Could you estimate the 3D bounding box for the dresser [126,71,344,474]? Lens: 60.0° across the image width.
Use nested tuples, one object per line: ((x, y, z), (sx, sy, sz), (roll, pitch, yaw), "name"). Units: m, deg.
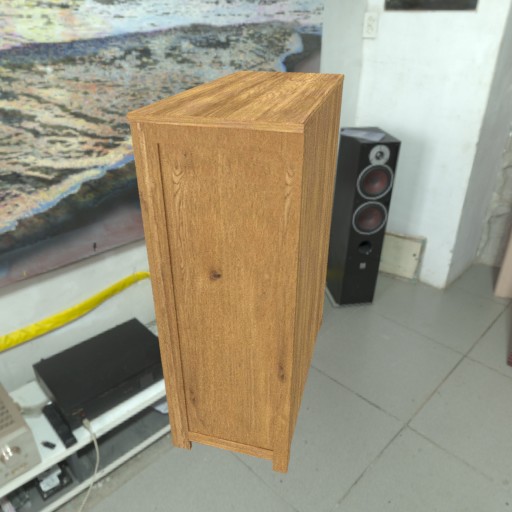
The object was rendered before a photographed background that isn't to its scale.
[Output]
((0.000, 0.000, 2.005), (0.558, 1.431, 1.081), (8, 30, 14), "dresser")
